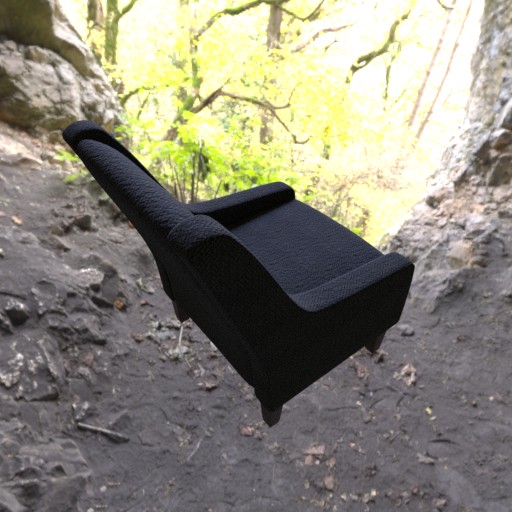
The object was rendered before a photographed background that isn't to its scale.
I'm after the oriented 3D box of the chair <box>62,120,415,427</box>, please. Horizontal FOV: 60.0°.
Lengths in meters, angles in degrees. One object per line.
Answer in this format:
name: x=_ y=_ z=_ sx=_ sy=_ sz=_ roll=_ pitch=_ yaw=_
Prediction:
chair: x=0.000 y=0.000 z=1.661 sx=0.944 sy=1.012 sz=0.793 roll=-26 pitch=46 yaw=-28
